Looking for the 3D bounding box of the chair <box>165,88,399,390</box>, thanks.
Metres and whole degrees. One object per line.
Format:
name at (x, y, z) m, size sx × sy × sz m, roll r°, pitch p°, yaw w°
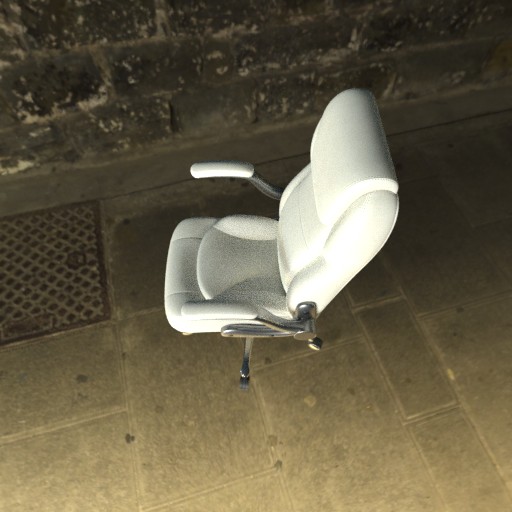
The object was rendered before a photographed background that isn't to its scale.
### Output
chair at (0.000, 0.000, 1.854) m, size 0.806 × 1.330 × 0.755 m, roll -1°, pitch 57°, yaw -1°
